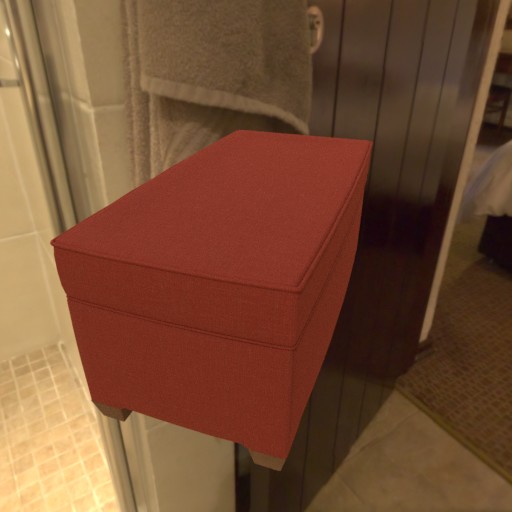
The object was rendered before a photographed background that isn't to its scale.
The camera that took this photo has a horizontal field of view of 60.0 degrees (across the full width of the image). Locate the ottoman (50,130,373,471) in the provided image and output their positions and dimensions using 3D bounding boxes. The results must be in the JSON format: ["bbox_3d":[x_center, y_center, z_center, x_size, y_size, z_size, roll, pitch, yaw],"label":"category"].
[{"bbox_3d":[0.000,0.000,1.212,0.497,0.454,0.948,10,30,17],"label":"ottoman"}]
